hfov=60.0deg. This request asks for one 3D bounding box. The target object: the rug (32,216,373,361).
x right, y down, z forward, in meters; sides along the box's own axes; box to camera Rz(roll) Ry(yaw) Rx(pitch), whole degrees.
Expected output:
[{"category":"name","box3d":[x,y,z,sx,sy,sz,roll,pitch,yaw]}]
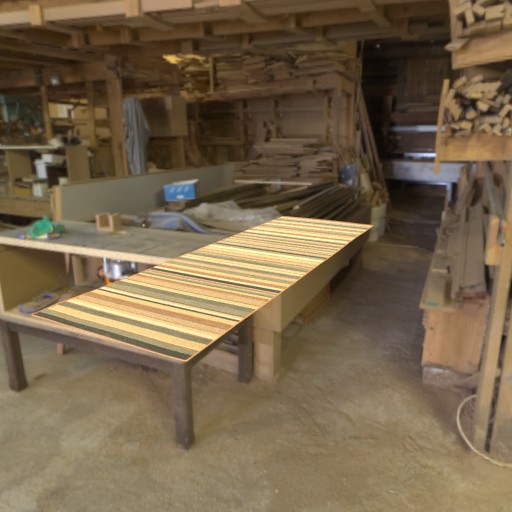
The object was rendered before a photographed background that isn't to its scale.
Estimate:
[{"category":"rug","box3d":[0.000,0.000,2.674,0.799,0.010,2.444,9,18,27]}]
